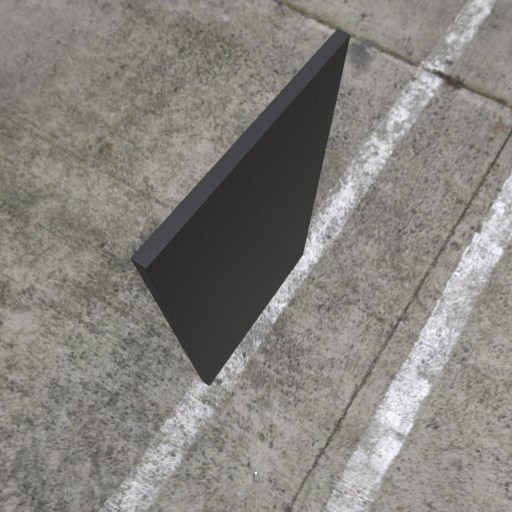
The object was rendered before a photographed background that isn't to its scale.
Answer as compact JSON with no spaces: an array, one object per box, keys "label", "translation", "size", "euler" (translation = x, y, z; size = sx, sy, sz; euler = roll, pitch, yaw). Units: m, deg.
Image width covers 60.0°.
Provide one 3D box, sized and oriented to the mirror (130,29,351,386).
[{"label":"mirror","translation":[0.000,0.000,1.496],"size":[0.038,1.219,0.762],"euler":[32,68,14]}]
